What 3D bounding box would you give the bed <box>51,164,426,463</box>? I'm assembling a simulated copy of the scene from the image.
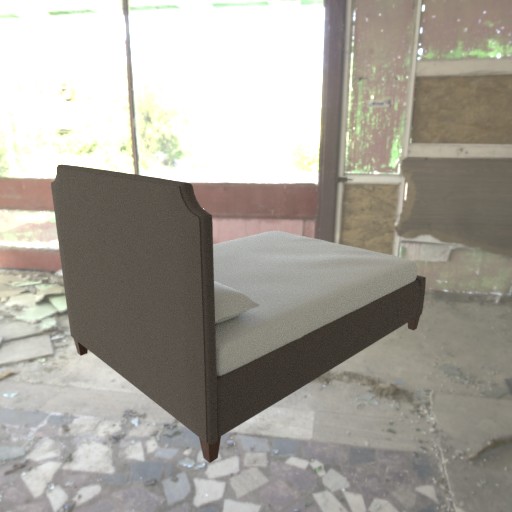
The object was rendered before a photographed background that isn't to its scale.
[{"bbox_3d":[0.000,0.000,3.417,2.372,1.443,1.713,-15,22,-42],"label":"bed"}]
